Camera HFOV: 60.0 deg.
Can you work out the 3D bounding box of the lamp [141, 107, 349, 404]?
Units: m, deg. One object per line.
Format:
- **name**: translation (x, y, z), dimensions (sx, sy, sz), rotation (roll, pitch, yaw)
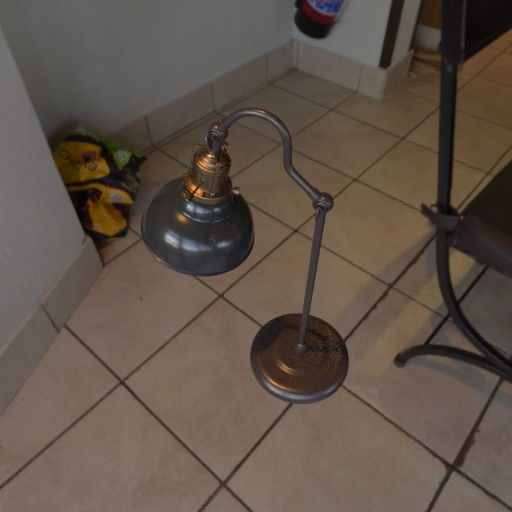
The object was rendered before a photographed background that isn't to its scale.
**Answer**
- **lamp**: translation (0.000, 0.000, 0.702), dimensions (0.374, 0.508, 0.192), rotation (17, 50, 15)
